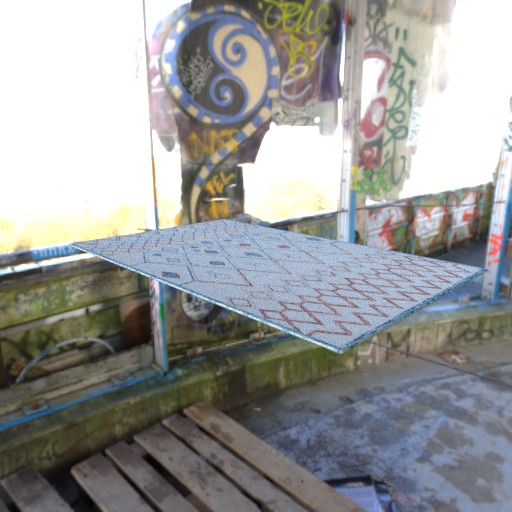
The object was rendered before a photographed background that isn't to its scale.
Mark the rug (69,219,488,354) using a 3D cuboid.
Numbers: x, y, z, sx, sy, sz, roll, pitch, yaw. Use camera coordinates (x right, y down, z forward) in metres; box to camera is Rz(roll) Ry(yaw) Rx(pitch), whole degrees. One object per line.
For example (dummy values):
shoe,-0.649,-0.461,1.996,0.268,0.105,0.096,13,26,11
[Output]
rug,0.000,0.000,2.985,1.524,0.015,2.438,-14,20,-43
